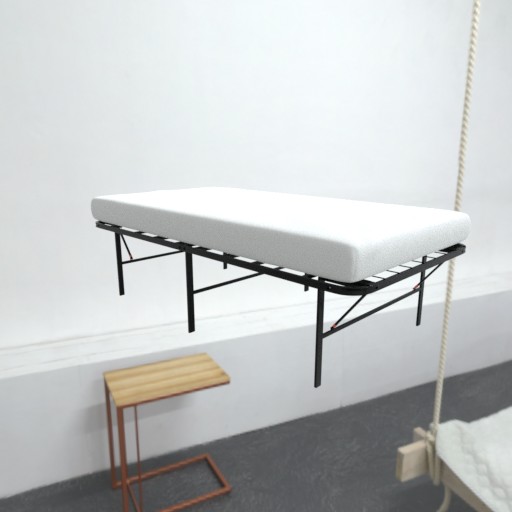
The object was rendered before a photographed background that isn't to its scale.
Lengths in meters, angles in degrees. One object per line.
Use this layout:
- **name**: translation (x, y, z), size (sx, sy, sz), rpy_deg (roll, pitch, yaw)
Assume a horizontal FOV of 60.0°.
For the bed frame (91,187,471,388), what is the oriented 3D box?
- **bed frame**: translation (0.000, 0.000, 2.435), size (0.989, 0.619, 1.903), rpy_deg (-14, 19, -43)
